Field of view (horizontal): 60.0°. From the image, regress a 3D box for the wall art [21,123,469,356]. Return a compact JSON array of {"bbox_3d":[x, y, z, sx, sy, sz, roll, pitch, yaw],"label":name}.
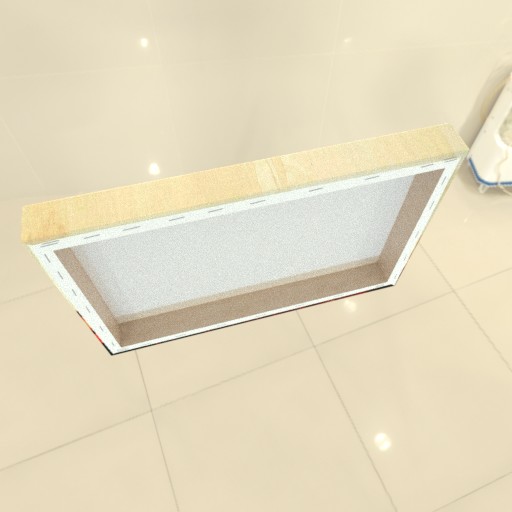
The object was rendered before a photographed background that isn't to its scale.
[{"bbox_3d":[0.000,0.000,0.481,0.383,0.251,0.037,-13,58,-8],"label":"wall art"}]
